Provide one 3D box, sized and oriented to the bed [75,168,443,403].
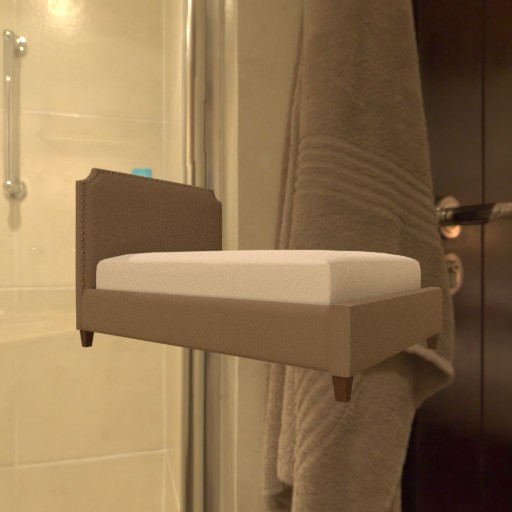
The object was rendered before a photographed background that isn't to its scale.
[{"bbox_3d":[0.000,0.000,3.492,2.372,1.443,1.713,0,0,37],"label":"bed"}]
